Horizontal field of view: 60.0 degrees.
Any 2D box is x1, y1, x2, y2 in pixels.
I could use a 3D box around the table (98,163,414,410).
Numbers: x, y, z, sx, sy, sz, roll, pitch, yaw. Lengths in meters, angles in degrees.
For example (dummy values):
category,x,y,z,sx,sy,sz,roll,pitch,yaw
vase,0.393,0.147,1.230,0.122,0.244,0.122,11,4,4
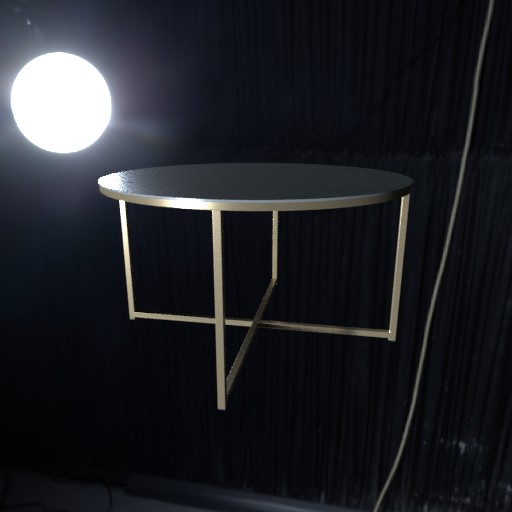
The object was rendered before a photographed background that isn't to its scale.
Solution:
category,x,y,z,sx,sy,sz,roll,pitch,yaw
table,0.000,0.000,1.253,0.800,0.450,0.800,0,17,0
